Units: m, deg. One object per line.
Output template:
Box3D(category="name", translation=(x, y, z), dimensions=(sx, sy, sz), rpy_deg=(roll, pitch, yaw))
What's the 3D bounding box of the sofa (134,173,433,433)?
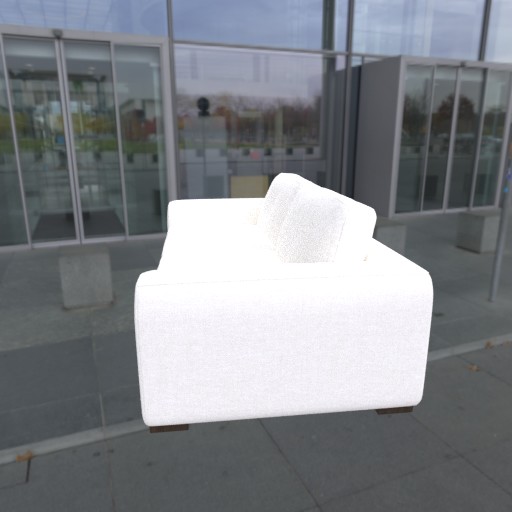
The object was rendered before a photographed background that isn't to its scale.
Box3D(category="sofa", translation=(0.000, 0.000, 2.443), dimensions=(1.069, 0.801, 1.920), rpy_deg=(-2, 16, -7))
